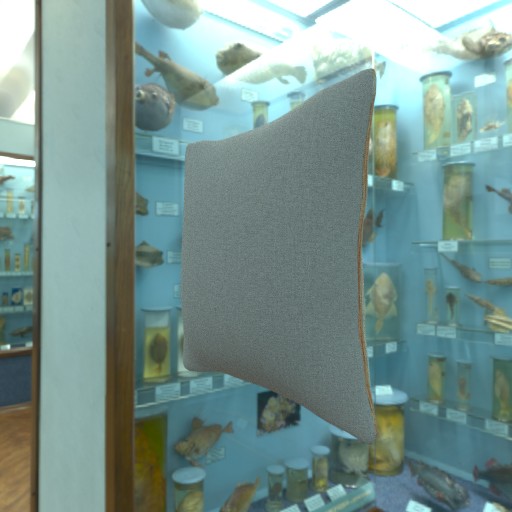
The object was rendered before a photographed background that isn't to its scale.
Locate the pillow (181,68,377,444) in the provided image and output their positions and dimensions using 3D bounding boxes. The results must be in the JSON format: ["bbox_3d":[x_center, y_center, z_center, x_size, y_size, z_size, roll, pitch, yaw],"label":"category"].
[{"bbox_3d":[0.000,0.000,0.657,0.136,0.419,0.437,0,0,-37],"label":"pillow"}]
